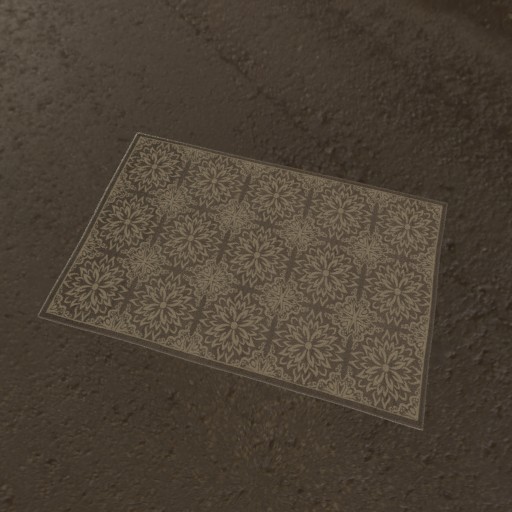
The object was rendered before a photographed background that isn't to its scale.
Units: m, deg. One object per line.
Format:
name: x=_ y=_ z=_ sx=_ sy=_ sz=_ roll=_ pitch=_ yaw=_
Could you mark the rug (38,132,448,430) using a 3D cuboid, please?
rug: x=0.000 y=0.000 z=3.409 sx=2.746 sy=0.018 sz=1.819 roll=14 pitch=63 yaw=7
